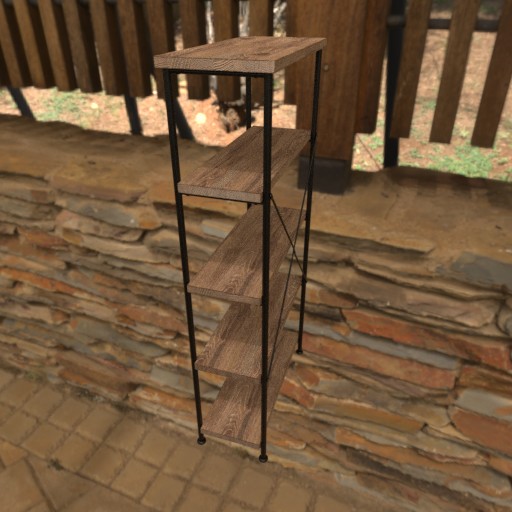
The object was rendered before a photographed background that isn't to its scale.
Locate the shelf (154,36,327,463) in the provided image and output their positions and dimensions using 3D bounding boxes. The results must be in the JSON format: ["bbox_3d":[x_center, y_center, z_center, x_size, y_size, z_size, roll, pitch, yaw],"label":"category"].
[{"bbox_3d":[0.000,0.000,1.974,0.360,1.700,0.800,9,31,15],"label":"shelf"}]
